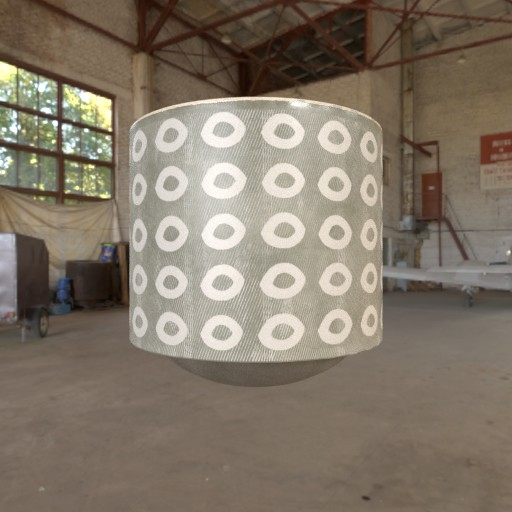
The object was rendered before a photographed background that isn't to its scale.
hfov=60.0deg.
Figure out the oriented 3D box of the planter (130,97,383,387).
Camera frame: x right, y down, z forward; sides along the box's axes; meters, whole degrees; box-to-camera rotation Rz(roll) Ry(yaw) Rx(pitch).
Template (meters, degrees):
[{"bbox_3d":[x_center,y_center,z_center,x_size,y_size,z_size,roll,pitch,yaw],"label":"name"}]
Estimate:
[{"bbox_3d":[0.000,0.000,0.456,0.250,0.239,0.250,0,0,0],"label":"planter"}]
